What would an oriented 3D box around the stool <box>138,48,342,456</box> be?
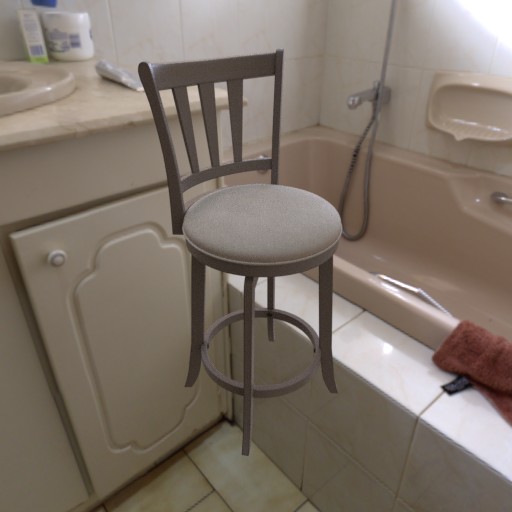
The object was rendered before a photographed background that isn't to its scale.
[{"bbox_3d":[0.000,0.000,1.260,0.436,1.023,0.475,-22,37,-32],"label":"stool"}]
